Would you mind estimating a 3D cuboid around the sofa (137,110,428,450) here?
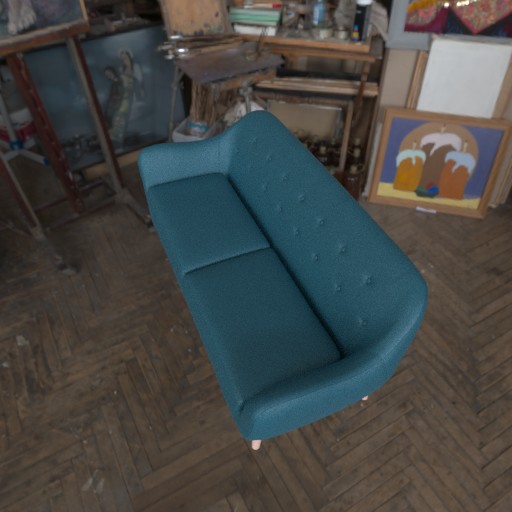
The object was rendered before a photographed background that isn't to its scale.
[{"bbox_3d":[0.000,0.000,2.333,0.820,0.836,1.840,-17,48,-16],"label":"sofa"}]
